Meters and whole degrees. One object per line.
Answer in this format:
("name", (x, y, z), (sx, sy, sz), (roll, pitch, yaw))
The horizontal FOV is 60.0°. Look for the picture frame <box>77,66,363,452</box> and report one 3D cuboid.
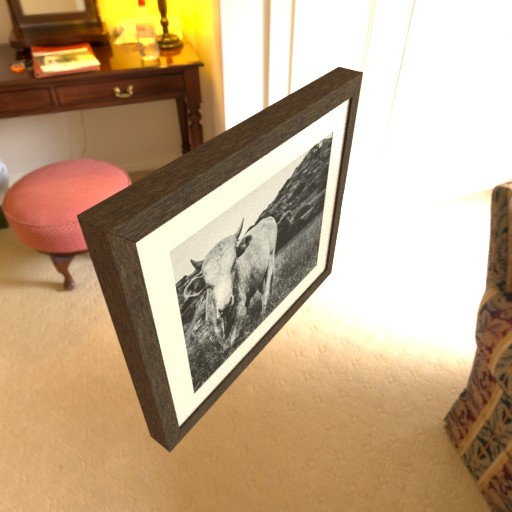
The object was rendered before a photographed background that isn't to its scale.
("picture frame", (0.000, 0.000, 0.529), (0.033, 0.330, 0.378), (27, 48, 27))
